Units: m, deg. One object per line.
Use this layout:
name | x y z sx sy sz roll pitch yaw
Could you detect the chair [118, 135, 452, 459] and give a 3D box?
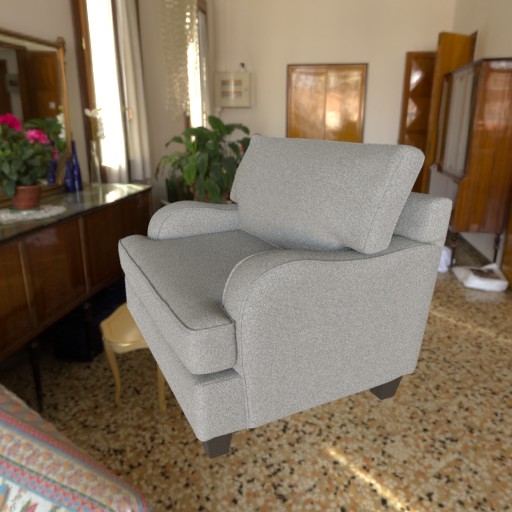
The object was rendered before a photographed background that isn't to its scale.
chair | 0.000 0.000 1.996 1.040 1.016 1.220 -8 19 -25
